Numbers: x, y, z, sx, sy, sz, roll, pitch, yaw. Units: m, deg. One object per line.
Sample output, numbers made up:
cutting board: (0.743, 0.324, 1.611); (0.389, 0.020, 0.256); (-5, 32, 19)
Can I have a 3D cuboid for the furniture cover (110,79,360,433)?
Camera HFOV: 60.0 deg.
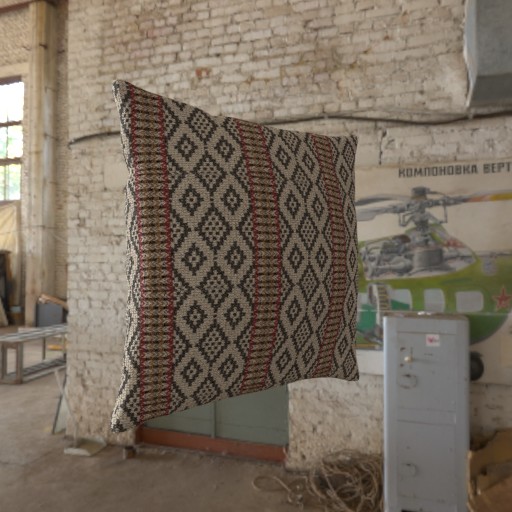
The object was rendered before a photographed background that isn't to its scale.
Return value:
furniture cover: (0.000, 0.000, 0.774); (0.503, 0.506, 0.182); (1, -2, -36)
